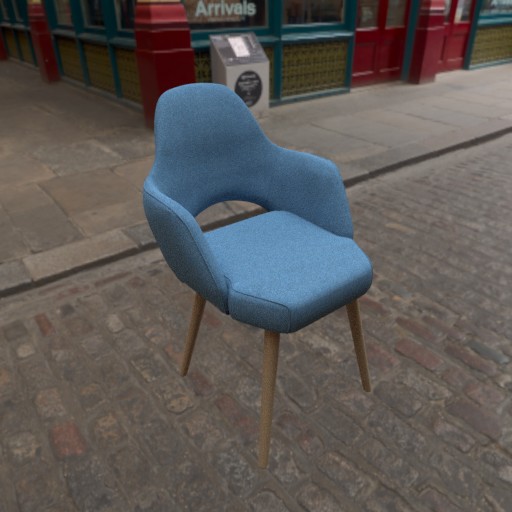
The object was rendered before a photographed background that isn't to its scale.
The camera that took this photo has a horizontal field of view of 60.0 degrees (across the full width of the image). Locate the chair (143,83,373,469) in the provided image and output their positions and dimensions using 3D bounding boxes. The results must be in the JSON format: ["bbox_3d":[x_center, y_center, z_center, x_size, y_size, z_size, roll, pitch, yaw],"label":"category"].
[{"bbox_3d":[0.000,0.000,1.359,0.589,0.920,0.666,-22,37,-32],"label":"chair"}]
